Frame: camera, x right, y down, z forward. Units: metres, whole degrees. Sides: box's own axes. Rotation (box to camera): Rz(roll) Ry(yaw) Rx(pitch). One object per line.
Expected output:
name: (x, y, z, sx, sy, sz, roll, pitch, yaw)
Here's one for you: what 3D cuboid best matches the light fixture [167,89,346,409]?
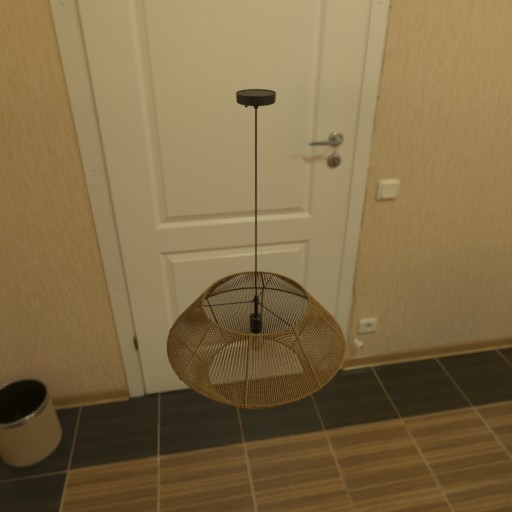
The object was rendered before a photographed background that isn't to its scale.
light fixture: (0.000, 0.000, 1.436, 0.643, 1.009, 0.643, 0, 30, 0)
